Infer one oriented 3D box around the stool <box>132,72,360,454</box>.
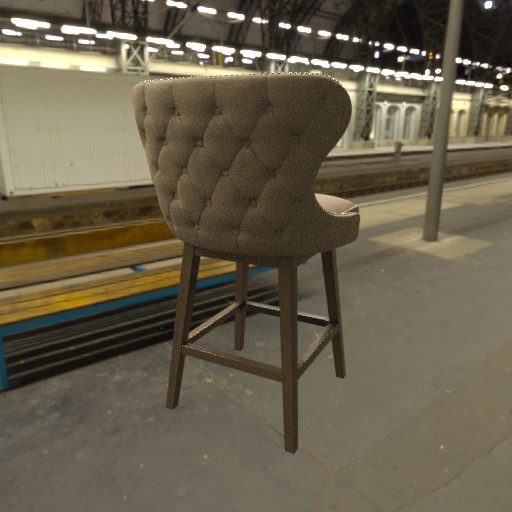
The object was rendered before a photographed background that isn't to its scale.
[{"bbox_3d":[0.000,0.000,1.345,0.615,0.972,0.597,9,18,27],"label":"stool"}]
